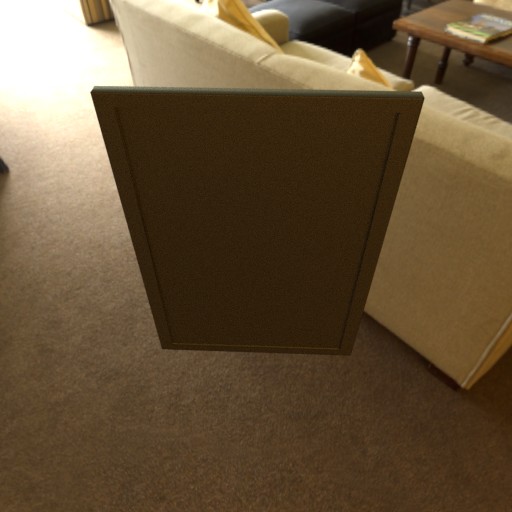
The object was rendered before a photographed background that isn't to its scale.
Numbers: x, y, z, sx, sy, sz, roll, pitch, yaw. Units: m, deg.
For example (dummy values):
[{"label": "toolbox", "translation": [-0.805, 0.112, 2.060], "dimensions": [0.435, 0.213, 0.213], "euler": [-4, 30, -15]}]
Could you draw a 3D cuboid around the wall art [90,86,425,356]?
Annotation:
[{"label": "wall art", "translation": [0.000, 0.000, 0.560], "dimensions": [0.303, 0.431, 0.013], "euler": [2, 46, 2]}]
